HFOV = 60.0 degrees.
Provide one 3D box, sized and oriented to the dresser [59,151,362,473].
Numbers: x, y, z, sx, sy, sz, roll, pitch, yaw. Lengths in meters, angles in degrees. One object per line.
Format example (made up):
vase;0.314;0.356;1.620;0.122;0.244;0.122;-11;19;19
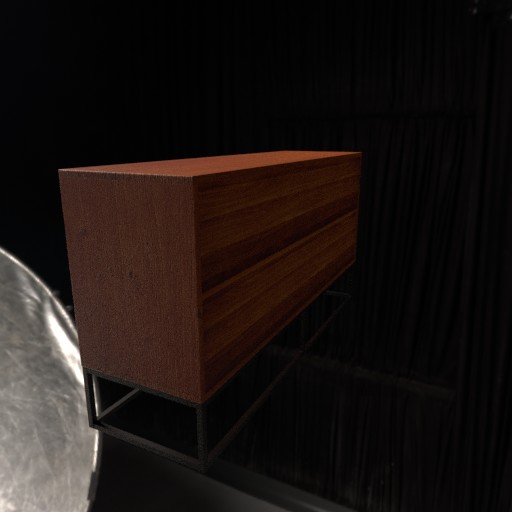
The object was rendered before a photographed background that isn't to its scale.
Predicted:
dresser;0.000;0.000;1.875;0.464;0.810;1.536;8;17;26
